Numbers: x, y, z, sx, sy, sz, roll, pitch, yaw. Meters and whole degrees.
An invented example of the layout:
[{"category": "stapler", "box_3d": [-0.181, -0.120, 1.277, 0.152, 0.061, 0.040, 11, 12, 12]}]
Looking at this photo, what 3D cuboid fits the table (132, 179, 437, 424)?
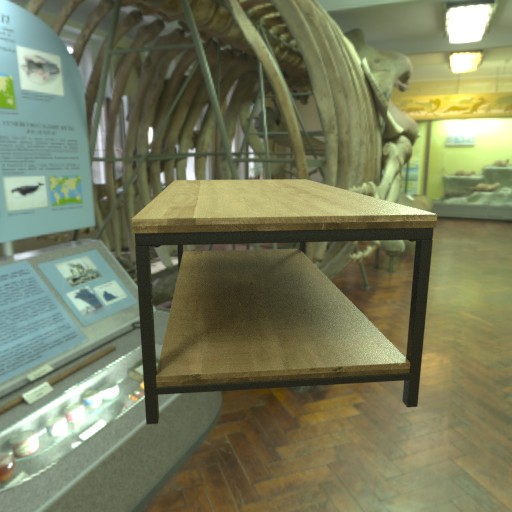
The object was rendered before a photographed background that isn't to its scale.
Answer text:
[{"category": "table", "box_3d": [0.000, 0.000, 1.365, 0.551, 0.399, 1.100, -1, 13, -6]}]
